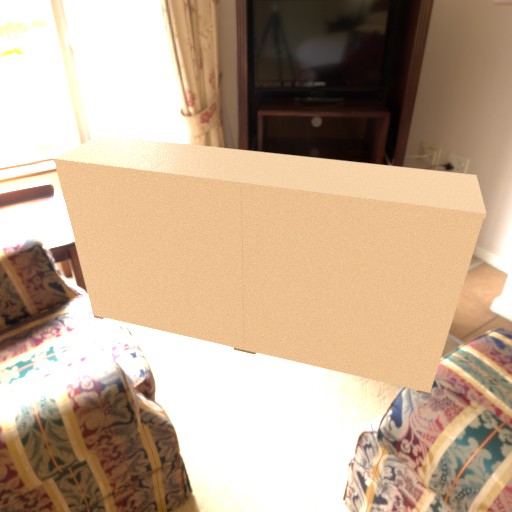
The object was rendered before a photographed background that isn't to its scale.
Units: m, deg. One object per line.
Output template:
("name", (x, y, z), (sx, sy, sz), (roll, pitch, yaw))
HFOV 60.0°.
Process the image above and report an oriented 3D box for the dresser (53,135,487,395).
("dresser", (0.000, 0.000, 1.850), (1.535, 0.790, 0.333), (10, 33, 15))
